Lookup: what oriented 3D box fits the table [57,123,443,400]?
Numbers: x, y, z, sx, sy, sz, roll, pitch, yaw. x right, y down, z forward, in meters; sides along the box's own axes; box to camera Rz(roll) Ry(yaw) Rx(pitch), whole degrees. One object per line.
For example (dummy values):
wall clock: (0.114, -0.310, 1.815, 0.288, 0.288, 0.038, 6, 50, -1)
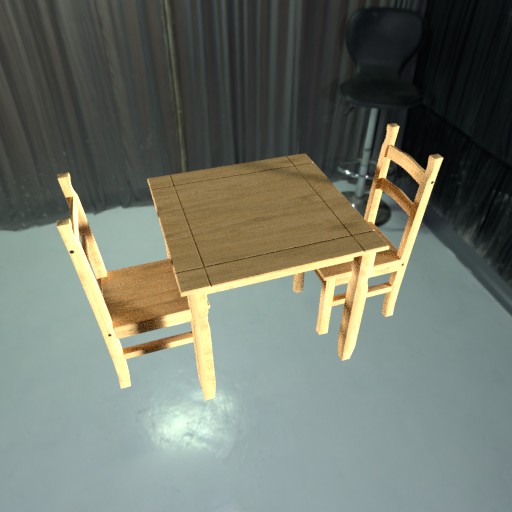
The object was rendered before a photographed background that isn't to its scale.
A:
table: (0.000, 0.000, 2.072, 1.501, 0.942, 0.813, -12, 42, -14)
